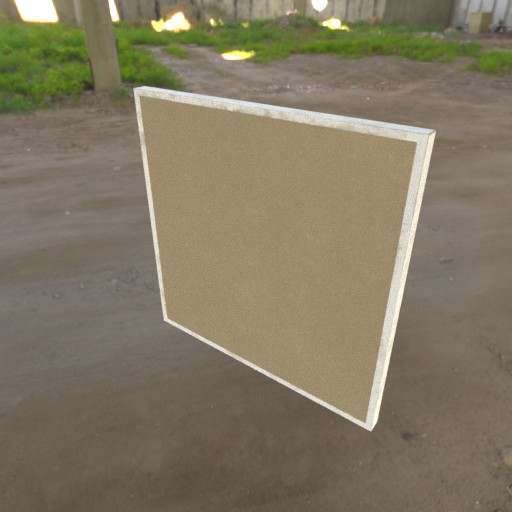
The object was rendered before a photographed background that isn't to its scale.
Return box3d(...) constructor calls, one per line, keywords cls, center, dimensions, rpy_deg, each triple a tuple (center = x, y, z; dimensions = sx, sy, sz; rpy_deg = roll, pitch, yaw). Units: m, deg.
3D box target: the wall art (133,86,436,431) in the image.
box3d(cls="wall art", center=(0.000, 0.000, 1.152), dimensions=(0.760, 0.757, 0.038), rpy_deg=(20, 36, 31))
